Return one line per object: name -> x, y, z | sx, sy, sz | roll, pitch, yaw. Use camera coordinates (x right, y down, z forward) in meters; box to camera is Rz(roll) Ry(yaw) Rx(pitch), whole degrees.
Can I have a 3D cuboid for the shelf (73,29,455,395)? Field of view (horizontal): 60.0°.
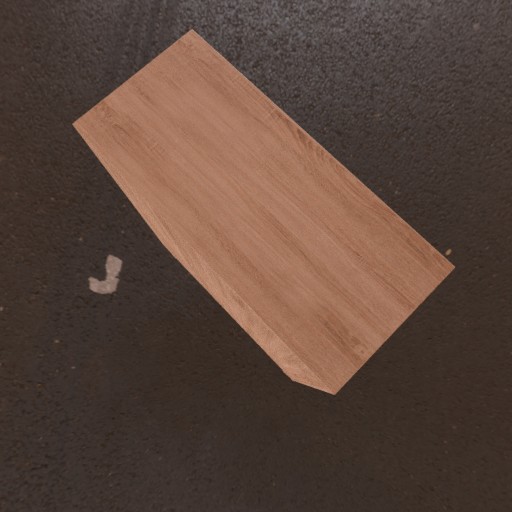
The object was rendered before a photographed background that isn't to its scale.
shelf -> 0.000, 0.000, 1.852 | 0.450, 1.390, 1.000 | -43, 80, -10
